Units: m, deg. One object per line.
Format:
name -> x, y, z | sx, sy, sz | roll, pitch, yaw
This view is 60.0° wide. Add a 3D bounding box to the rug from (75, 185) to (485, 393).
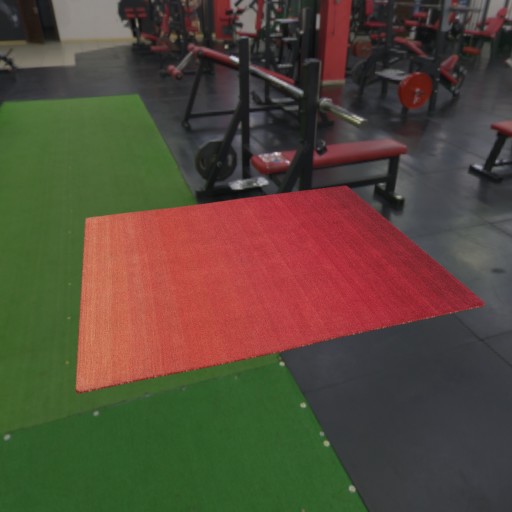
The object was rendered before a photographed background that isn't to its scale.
rug -> 0.000, 0.000, 3.886 | 2.905, 0.028, 2.340 | -9, 33, -14
